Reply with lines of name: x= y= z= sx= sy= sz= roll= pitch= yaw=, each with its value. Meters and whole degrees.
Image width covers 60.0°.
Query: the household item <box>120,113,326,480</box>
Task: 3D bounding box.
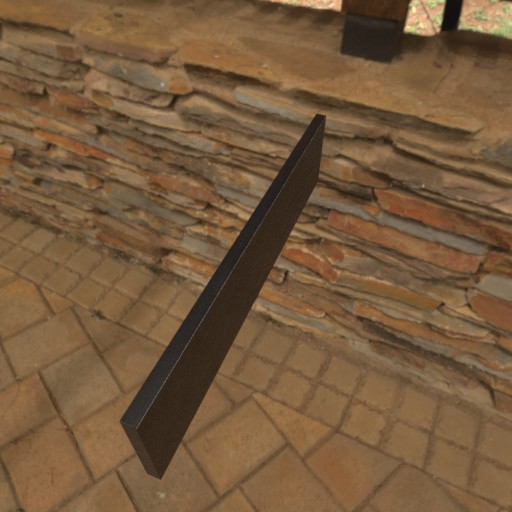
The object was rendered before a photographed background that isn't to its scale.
household item: x=0.000 y=0.000 z=1.068 sx=0.030 sy=0.236 sz=1.001 roll=17 pitch=49 yaw=15
